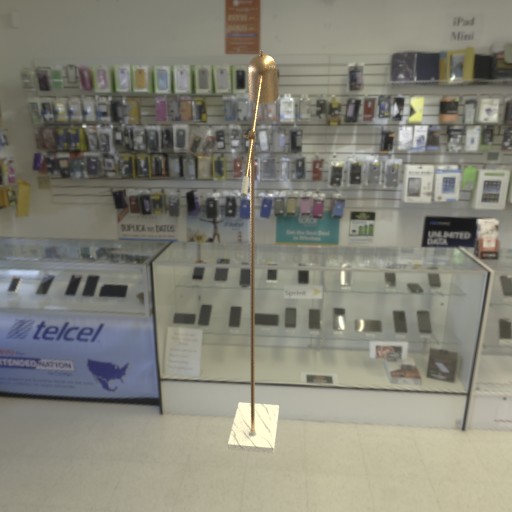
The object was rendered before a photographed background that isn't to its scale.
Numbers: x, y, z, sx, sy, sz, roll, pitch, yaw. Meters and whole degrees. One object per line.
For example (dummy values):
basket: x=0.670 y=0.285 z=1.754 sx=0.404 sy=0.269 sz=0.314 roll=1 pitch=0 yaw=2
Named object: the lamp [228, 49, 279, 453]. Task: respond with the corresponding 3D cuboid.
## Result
lamp: x=0.000 y=0.000 z=1.807 sx=0.194 sy=1.594 sz=0.653 roll=2 pitch=16 yaw=7
